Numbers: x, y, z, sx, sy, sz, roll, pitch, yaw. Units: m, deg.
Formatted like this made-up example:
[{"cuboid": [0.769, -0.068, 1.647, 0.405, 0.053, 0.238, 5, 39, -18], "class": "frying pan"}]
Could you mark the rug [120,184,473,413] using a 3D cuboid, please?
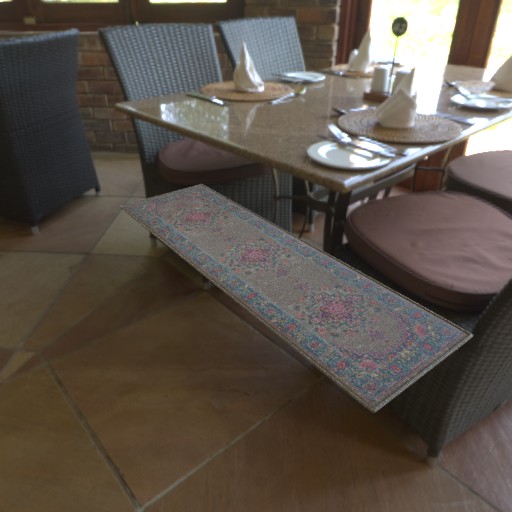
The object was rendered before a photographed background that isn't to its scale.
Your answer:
[{"cuboid": [0.000, 0.000, 2.055, 0.553, 0.012, 1.827, -22, 37, -32], "class": "rug"}]
